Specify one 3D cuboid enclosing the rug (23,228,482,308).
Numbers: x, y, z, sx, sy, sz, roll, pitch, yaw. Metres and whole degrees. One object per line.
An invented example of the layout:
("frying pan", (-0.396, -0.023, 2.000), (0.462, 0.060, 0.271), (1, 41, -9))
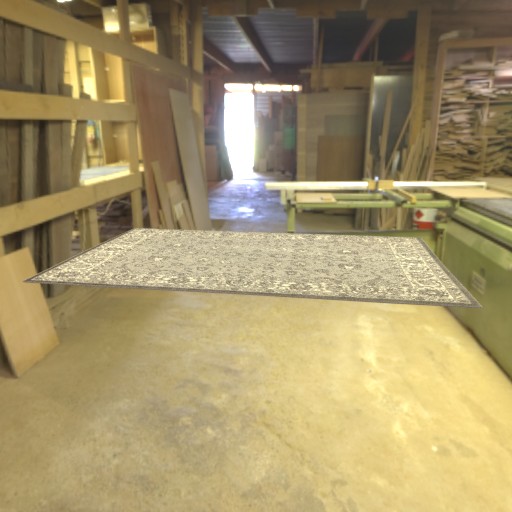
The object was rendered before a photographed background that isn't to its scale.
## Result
("rug", (0.000, 0.000, 3.029), (2.438, 0.011, 1.524), (2, 15, 9))
